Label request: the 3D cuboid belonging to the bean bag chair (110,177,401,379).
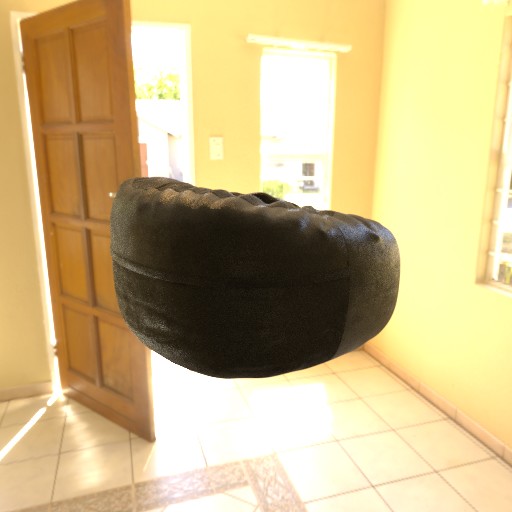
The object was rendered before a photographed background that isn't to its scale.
[{"bbox_3d":[0.000,0.000,2.460,1.524,0.878,1.524,-7,15,-26],"label":"bean bag chair"}]
